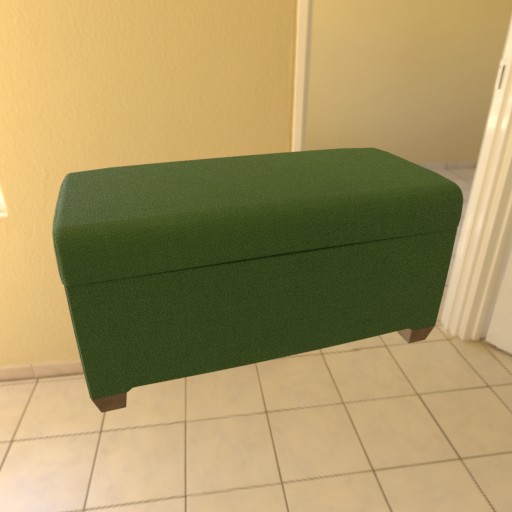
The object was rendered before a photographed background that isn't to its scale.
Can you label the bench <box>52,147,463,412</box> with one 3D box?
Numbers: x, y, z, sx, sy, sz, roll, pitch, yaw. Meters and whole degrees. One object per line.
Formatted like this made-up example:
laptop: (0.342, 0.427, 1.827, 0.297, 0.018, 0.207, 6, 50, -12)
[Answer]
bench: (0.000, 0.000, 1.282, 0.989, 0.501, 0.505, -8, 28, -16)
